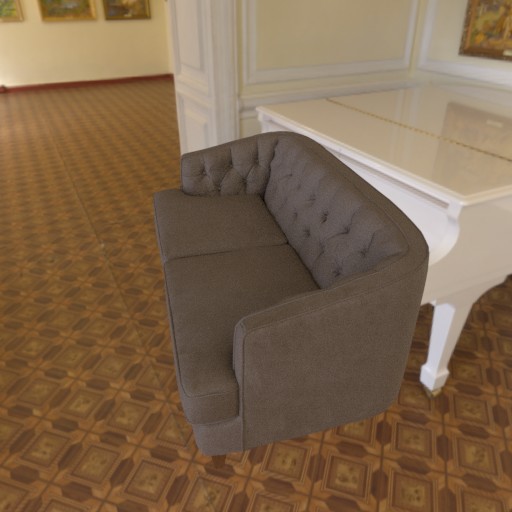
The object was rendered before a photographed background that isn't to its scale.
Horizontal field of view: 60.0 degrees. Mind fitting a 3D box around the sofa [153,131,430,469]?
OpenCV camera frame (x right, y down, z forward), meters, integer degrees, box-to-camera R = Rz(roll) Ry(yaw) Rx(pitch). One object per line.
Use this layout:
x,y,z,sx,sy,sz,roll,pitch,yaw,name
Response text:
0.000,0.000,2.227,0.941,0.855,1.733,-8,32,-12,sofa
